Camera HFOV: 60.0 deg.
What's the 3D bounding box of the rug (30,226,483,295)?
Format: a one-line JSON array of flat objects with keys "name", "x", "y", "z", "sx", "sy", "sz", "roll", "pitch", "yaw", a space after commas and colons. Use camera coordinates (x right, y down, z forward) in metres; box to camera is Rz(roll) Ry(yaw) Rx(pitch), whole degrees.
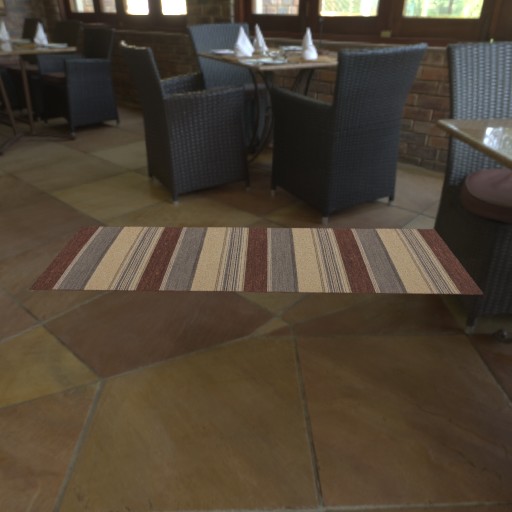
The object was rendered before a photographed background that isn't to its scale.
[{"name": "rug", "x": 0.000, "y": 0.000, "z": 2.725, "sx": 2.437, "sy": 0.006, "sz": 0.792, "roll": 1, "pitch": 29, "yaw": 1}]
